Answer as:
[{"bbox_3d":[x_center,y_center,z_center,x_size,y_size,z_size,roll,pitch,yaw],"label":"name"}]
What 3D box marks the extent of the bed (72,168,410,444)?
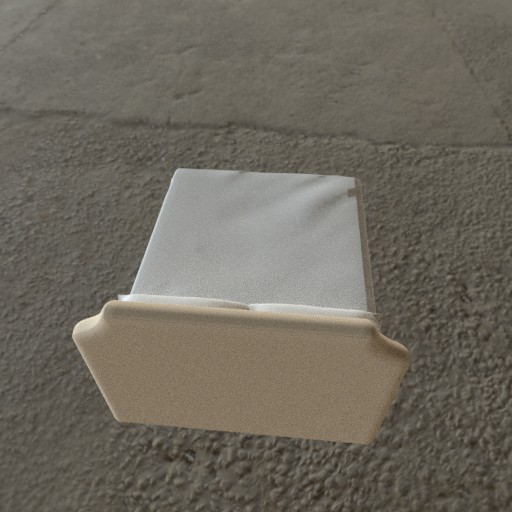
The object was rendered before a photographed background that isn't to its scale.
[{"bbox_3d":[0.000,0.000,3.880,2.134,1.524,2.548,4,47,4],"label":"bed"}]
